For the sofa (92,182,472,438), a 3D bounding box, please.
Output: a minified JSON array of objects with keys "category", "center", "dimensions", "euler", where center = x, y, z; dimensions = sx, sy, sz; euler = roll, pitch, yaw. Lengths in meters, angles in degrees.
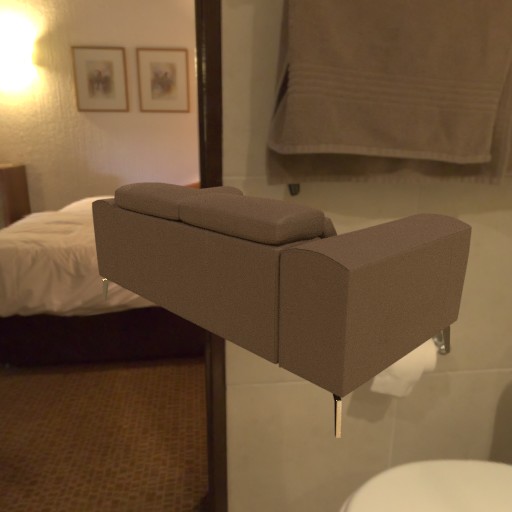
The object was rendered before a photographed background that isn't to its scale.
[{"category":"sofa","center":[0.000,0.000,2.422],"dimensions":[1.003,0.779,1.895],"euler":[-15,21,-42]}]
